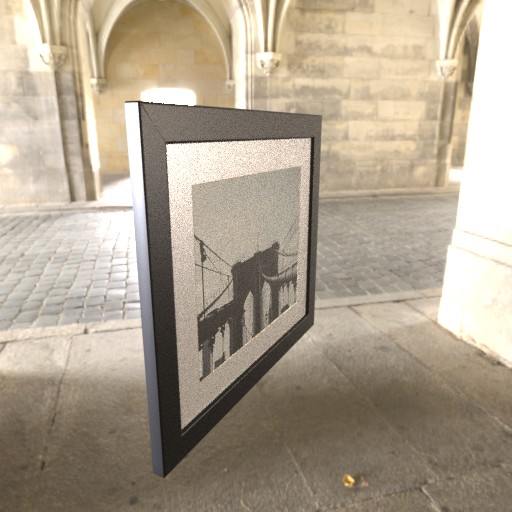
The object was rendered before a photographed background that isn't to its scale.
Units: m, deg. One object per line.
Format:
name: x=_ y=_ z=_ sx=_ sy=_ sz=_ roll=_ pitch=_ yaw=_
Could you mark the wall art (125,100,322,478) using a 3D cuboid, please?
wall art: x=0.000 y=0.000 z=0.721 sx=0.018 sy=0.450 sz=0.521 roll=8 pitch=18 yaw=27
